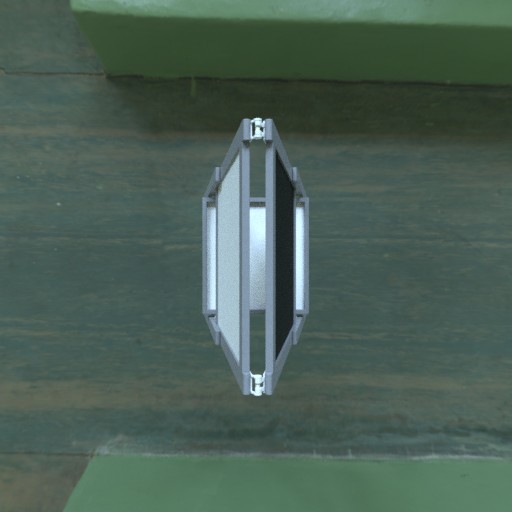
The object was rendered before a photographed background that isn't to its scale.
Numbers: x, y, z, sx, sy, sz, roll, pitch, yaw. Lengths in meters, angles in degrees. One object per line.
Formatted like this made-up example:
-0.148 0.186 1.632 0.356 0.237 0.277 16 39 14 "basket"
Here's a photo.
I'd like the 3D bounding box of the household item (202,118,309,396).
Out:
0.000 0.000 1.427 0.469 1.172 0.531 0 90 0 "household item"
